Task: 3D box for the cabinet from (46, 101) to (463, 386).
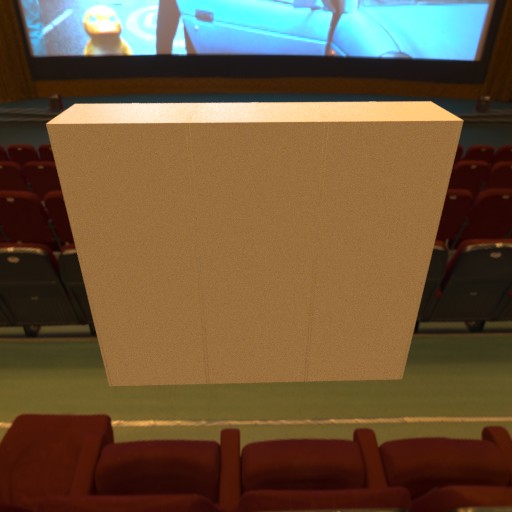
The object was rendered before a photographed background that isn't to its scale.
[{"bbox_3d":[0.000,0.000,3.726,2.700,2.370,0.590,-1,31,-2],"label":"cabinet"}]
